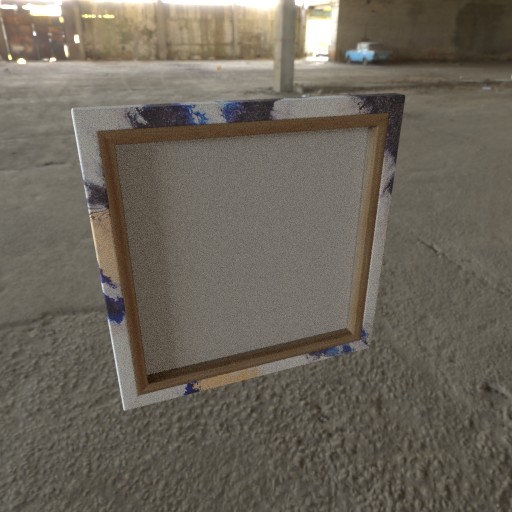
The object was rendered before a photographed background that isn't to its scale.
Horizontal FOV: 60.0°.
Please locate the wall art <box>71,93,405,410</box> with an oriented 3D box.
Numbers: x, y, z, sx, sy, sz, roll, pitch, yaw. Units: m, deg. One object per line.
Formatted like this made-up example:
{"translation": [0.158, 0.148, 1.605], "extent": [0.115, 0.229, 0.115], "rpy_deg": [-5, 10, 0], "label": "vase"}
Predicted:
{"translation": [0.000, 0.000, 0.913], "extent": [0.609, 0.609, 0.039], "rpy_deg": [-9, 28, -18], "label": "wall art"}
